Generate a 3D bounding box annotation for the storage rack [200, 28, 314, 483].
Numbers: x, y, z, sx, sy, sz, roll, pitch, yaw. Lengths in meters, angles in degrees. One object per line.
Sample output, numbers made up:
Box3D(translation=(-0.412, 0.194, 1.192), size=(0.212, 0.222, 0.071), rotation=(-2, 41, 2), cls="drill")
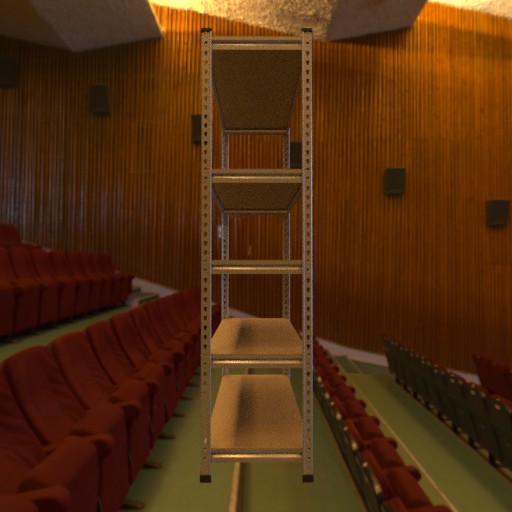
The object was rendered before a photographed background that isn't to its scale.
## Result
Box3D(translation=(0.000, 0.000, 2.390), size=(0.457, 1.829, 1.219), rotation=(0, -1, 0), cls="storage rack")
